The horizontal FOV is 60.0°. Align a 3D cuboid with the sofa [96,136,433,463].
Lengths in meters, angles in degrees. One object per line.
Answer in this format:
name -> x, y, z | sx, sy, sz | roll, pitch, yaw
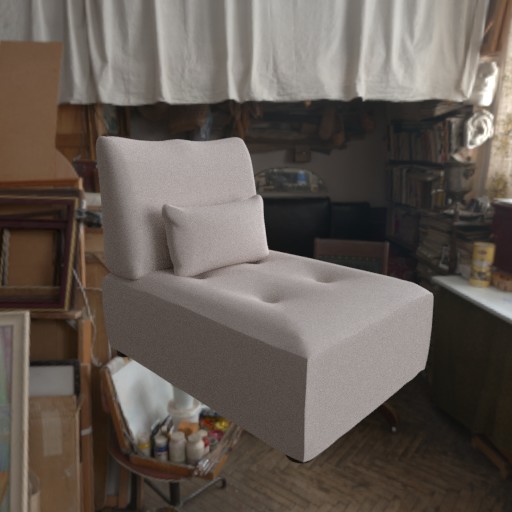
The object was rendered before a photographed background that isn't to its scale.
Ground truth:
sofa -> 0.000, 0.000, 1.558 | 1.000, 0.820, 0.700 | 13, 19, 43
